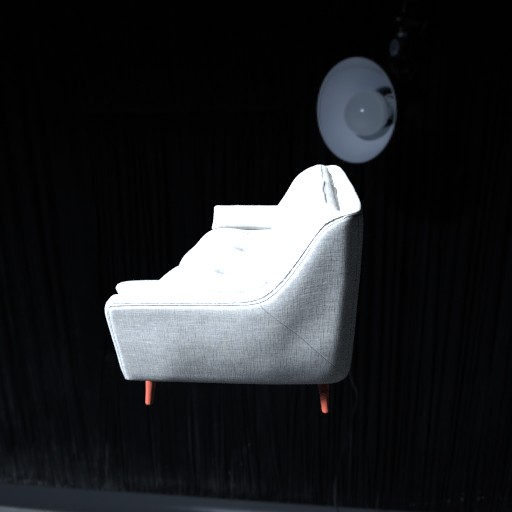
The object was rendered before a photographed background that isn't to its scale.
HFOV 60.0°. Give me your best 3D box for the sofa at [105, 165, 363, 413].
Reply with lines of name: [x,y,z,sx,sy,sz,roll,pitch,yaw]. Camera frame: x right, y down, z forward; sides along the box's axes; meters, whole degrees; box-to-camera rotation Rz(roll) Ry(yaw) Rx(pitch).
sofa: [0.000,0.000,2.463,0.976,0.897,1.930,2,17,7]
